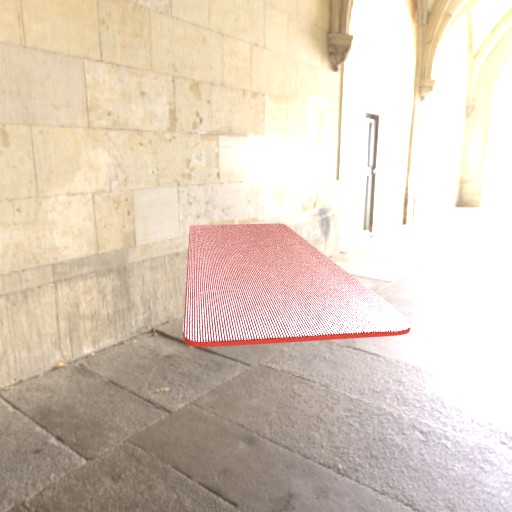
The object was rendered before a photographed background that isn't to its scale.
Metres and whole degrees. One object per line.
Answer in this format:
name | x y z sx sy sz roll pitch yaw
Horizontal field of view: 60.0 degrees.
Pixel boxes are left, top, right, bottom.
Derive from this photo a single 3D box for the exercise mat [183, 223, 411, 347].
exercise mat | 0.000 0.000 2.022 0.616 0.021 1.869 -2 13 -7
